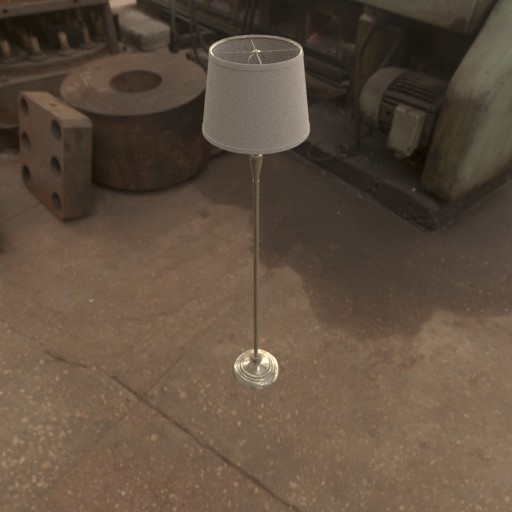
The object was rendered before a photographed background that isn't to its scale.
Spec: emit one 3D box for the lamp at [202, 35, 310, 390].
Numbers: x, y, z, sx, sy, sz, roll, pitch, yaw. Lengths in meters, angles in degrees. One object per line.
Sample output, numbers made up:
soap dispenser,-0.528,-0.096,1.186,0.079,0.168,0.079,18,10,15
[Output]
lamp,0.000,0.000,1.702,0.327,1.506,0.327,27,48,27
